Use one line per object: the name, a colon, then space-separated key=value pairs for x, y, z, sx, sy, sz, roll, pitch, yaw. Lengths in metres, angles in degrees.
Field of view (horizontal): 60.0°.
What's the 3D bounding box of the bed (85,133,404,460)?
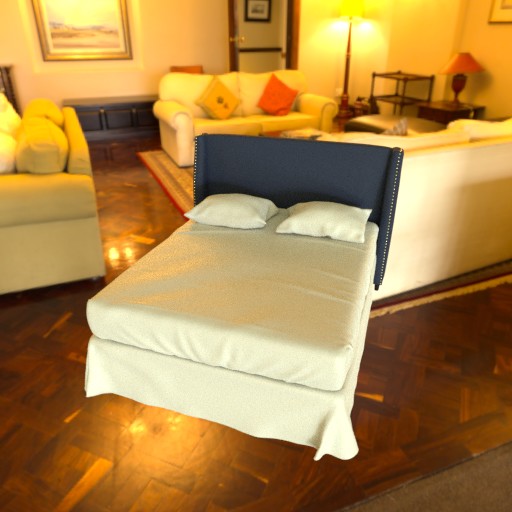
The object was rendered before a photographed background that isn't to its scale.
bed: x=0.000 y=0.000 z=3.394 sx=1.925 sy=1.332 sz=2.276 roll=9 pitch=28 yaw=17
